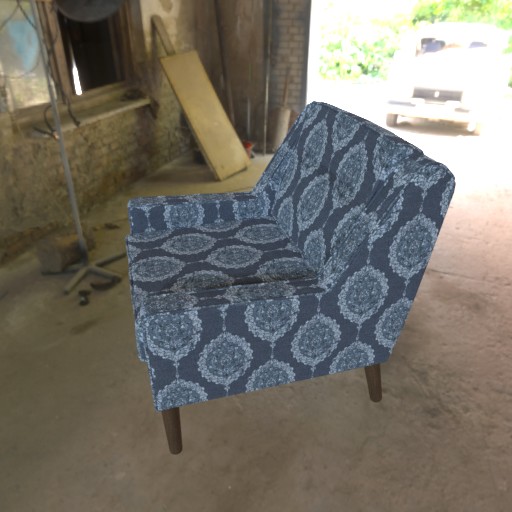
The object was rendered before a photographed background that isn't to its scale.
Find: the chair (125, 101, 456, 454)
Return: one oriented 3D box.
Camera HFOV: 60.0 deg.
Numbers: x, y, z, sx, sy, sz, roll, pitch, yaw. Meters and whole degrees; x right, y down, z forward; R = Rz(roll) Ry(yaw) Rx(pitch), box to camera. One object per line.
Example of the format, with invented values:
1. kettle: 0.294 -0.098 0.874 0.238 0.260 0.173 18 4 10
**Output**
1. chair: 0.000 0.000 1.324 0.743 0.792 0.663 -9 32 -14
